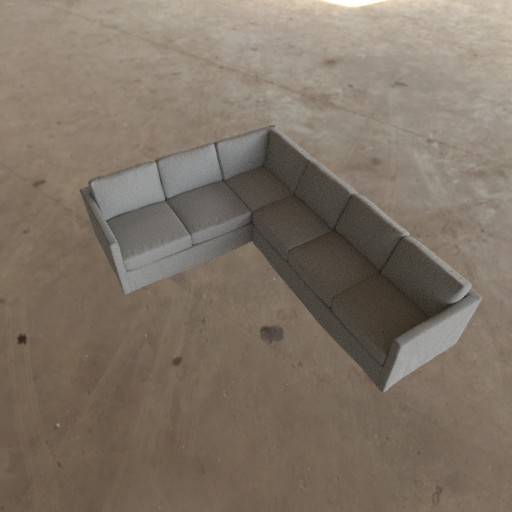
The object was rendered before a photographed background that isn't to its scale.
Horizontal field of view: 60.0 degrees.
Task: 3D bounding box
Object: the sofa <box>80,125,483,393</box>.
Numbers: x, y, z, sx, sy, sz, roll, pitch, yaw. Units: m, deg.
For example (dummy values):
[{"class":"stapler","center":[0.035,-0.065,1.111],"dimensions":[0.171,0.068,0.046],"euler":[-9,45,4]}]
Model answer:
[{"class":"sofa","center":[0.000,0.000,4.299],"dimensions":[2.432,0.871,3.182],"euler":[-23,50,-21]}]
